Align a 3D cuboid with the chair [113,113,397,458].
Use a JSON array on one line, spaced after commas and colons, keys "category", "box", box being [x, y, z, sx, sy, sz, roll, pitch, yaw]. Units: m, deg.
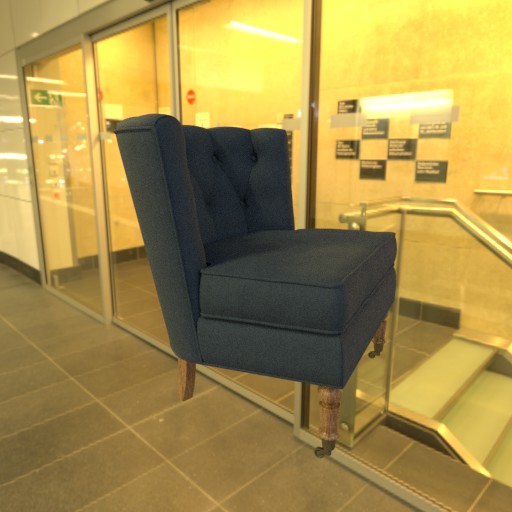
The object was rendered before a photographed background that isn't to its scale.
[{"category": "chair", "box": [0.000, 0.000, 1.310, 0.718, 0.771, 0.740, 6, 14, 25]}]
